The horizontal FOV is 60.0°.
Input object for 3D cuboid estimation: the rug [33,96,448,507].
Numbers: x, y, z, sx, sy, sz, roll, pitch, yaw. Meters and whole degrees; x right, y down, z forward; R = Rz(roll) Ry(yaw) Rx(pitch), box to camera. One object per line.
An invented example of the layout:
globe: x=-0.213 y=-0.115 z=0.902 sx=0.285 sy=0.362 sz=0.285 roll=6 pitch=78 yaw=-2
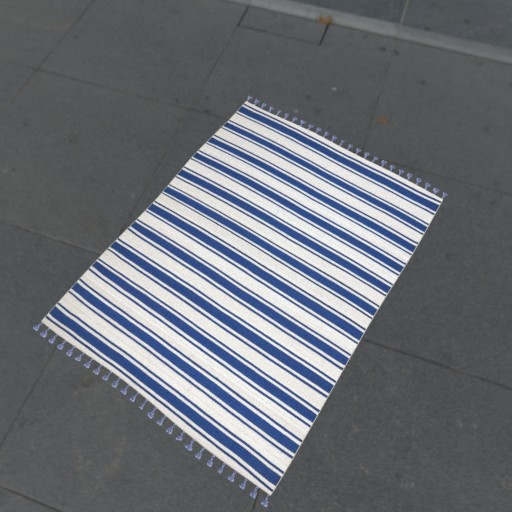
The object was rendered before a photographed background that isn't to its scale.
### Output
rug: x=0.000 y=0.000 z=4.226 sx=2.471 sy=0.016 sz=3.416 roll=31 pitch=68 yaw=14
